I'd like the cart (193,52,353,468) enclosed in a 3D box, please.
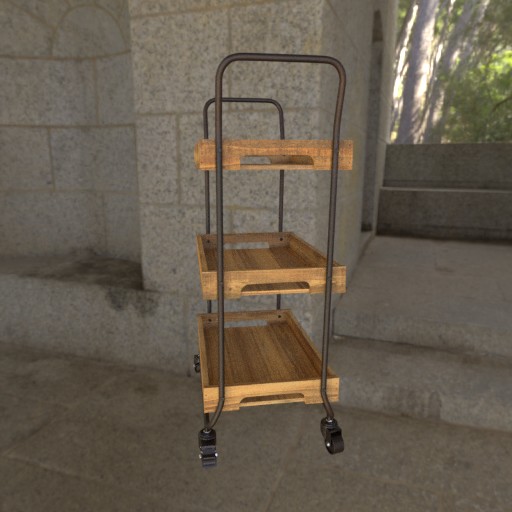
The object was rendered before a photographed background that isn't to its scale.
[{"bbox_3d":[0.000,0.000,1.155,0.339,0.857,0.583,-2,12,-9],"label":"cart"}]
